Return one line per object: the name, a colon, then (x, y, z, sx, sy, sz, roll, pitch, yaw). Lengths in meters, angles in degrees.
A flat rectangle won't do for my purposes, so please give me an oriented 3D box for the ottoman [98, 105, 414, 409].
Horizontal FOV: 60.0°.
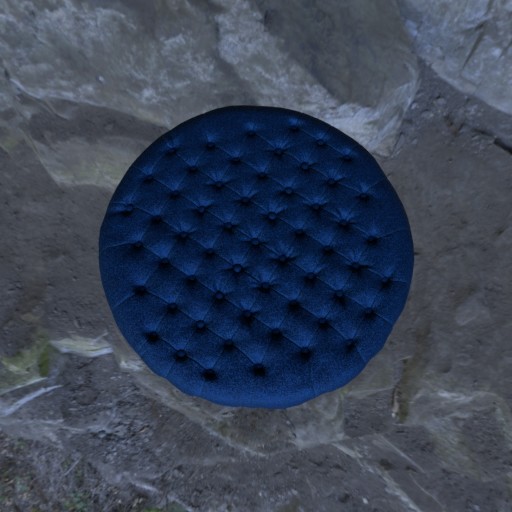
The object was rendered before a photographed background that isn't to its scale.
ottoman: (0.000, 0.000, 1.523, 0.998, 0.398, 0.998, 0, 76, 0)
